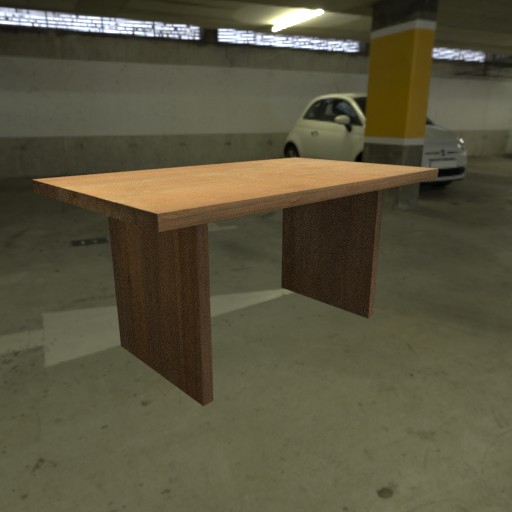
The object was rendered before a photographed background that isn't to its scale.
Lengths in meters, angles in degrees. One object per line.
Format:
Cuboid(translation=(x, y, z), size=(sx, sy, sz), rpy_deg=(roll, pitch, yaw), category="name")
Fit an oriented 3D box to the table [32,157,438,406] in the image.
Cuboid(translation=(0.000, 0.000, 2.116), size=(1.609, 0.780, 0.946), rpy_deg=(-16, 23, -41), category="table")
